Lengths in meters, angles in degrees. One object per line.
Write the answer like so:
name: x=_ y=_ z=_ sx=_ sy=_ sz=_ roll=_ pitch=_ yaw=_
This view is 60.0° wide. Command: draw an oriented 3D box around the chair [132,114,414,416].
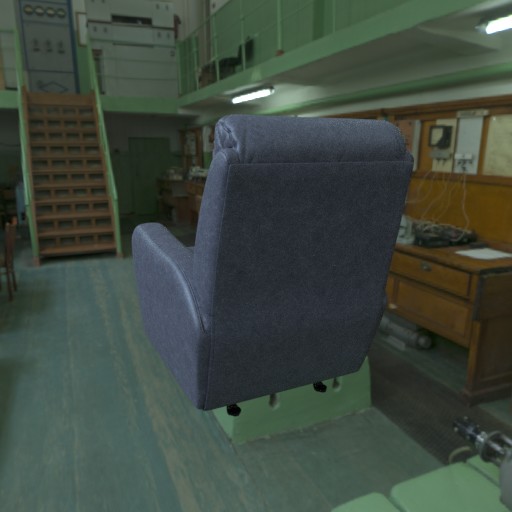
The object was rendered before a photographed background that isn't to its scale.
chair: x=0.000 y=0.000 z=1.849 sx=0.865 sy=1.067 sz=1.067 roll=-6 pitch=15 yaw=-24
